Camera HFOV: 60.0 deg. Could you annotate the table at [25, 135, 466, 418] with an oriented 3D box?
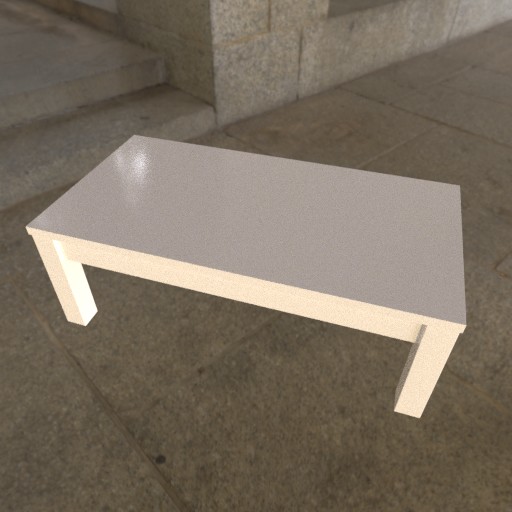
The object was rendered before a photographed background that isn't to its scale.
[{"bbox_3d":[0.000,0.000,1.689,1.350,0.470,0.700,12,42,13],"label":"table"}]
